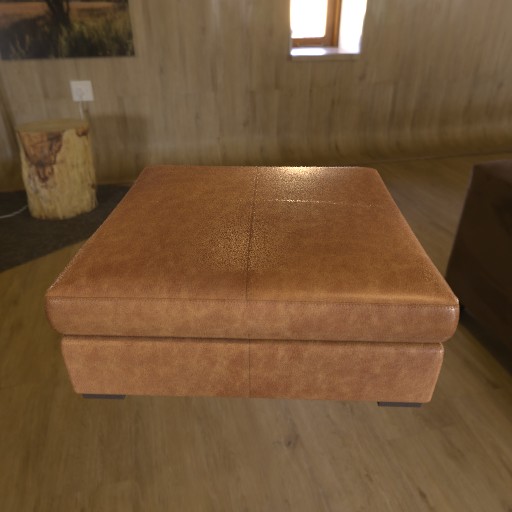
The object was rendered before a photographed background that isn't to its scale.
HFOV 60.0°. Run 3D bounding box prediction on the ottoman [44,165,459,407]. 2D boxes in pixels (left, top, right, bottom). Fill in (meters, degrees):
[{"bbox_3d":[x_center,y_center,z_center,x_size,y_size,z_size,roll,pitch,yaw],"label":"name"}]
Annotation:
[{"bbox_3d":[0.000,0.000,1.803,1.169,0.483,1.168,1,29,2],"label":"ottoman"}]
